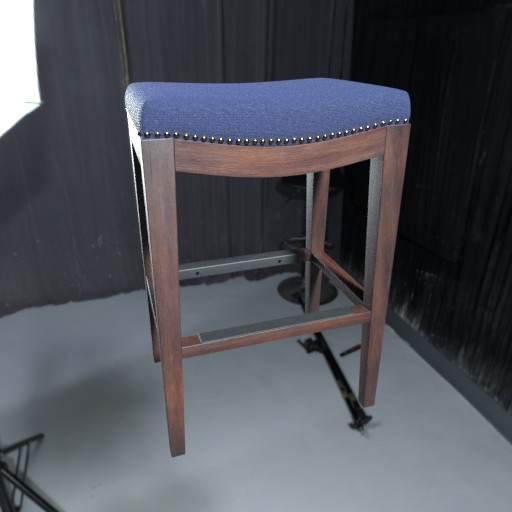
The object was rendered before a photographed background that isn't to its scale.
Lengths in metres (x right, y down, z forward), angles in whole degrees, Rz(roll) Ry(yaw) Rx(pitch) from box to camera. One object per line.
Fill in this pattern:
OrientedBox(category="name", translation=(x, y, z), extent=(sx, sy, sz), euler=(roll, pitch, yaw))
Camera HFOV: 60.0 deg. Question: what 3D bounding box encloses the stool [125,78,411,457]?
OrientedBox(category="stool", translation=(0.000, 0.000, 1.019), extent=(0.498, 0.740, 0.358), euler=(-8, 27, -16))
